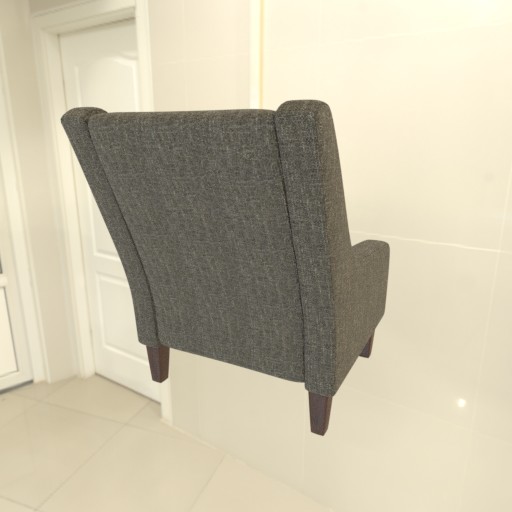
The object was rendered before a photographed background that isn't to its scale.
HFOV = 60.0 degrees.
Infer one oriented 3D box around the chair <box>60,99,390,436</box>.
[{"bbox_3d":[0.000,0.000,1.617,0.793,1.012,0.944,8,18,27],"label":"chair"}]
